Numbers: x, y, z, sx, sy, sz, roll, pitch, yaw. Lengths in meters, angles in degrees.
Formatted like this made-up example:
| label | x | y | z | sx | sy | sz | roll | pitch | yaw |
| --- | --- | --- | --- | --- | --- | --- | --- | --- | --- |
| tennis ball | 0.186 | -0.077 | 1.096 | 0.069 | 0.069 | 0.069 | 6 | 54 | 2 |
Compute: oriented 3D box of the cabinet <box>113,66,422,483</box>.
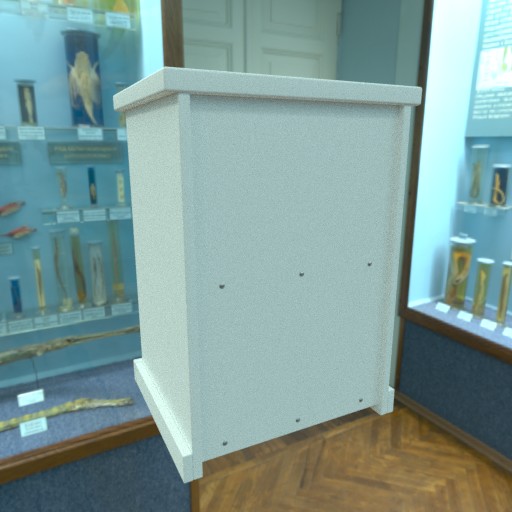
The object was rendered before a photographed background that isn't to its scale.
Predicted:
| label | x | y | z | sx | sy | sz | roll | pitch | yaw |
| --- | --- | --- | --- | --- | --- | --- | --- | --- | --- |
| cabinet | 0.000 | 0.000 | 1.033 | 0.520 | 0.723 | 0.431 | -7 | 16 | -26 |
